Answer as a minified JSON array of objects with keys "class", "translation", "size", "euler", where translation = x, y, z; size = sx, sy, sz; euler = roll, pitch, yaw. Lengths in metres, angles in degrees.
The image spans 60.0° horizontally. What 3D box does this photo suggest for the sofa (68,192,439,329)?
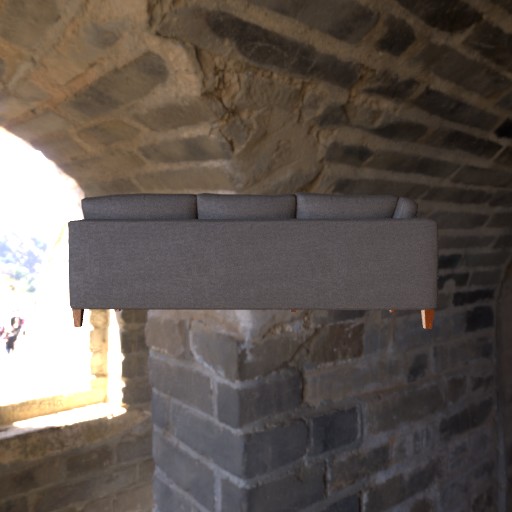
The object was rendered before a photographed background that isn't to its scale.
[{"class":"sofa","translation":[0.000,0.000,4.745],"size":[2.594,0.961,3.460],"euler":[0,1,1]}]
